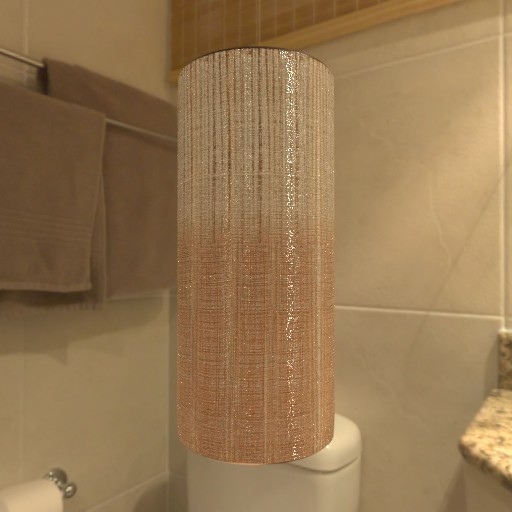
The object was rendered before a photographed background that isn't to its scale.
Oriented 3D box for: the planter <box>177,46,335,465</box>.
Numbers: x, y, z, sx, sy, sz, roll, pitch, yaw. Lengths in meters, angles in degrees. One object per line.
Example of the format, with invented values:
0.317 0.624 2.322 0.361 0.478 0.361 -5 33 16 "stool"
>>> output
0.000 0.000 0.287 0.100 0.227 0.100 0 -1 -2 "planter"
